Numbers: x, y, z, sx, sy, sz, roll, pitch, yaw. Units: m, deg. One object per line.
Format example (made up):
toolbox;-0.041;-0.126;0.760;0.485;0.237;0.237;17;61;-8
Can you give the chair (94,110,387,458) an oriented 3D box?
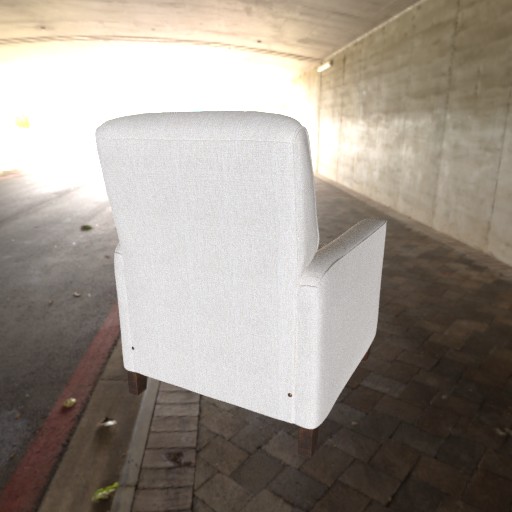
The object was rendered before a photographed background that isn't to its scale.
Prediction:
chair;0.000;0.000;1.682;0.841;1.028;0.858;8;18;27
